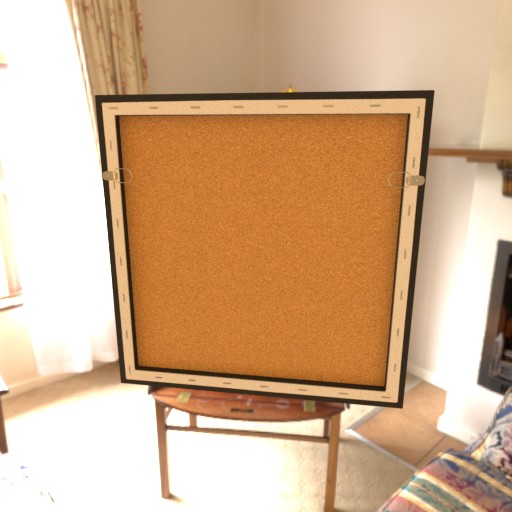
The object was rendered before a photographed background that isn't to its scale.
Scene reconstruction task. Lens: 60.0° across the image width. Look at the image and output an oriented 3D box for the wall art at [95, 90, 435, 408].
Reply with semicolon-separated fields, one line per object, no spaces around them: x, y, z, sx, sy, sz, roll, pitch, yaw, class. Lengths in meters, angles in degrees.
0.000;0.000;1.097;0.758;0.758;0.044;2;16;9;wall art
